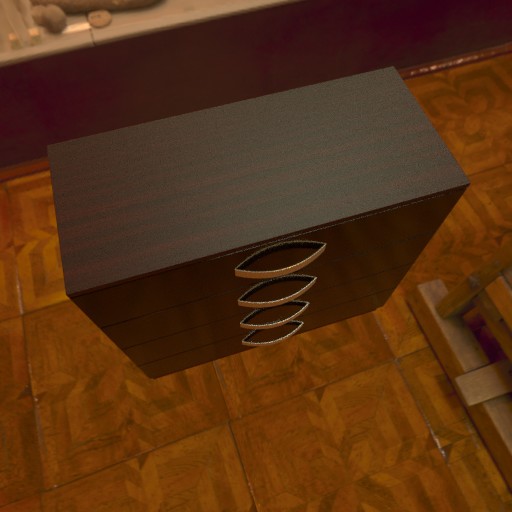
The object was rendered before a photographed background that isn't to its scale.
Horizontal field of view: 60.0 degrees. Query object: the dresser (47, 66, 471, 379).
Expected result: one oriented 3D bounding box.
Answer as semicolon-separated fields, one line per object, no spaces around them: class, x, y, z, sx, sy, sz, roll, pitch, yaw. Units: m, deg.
dresser;0.000;0.000;1.164;0.750;0.720;0.360;-16;64;-8
